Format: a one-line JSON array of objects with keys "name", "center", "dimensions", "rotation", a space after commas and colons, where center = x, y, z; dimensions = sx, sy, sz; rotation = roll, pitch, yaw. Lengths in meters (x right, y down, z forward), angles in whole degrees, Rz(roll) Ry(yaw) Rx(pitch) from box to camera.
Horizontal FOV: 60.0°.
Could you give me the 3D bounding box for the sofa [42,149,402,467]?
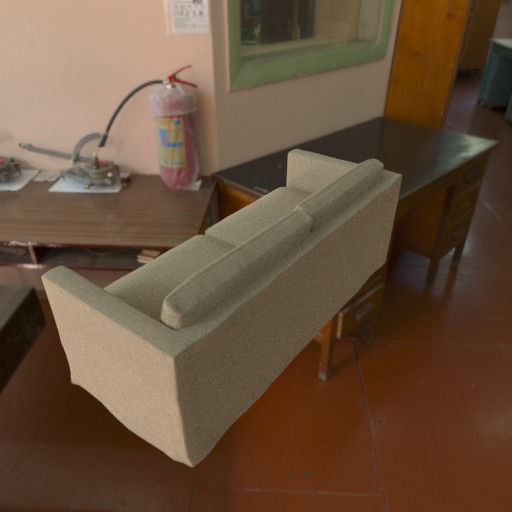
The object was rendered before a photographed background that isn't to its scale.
[{"name": "sofa", "center": [0.000, 0.000, 2.801], "dimensions": [0.956, 0.847, 2.296], "rotation": [22, 39, 31]}]
